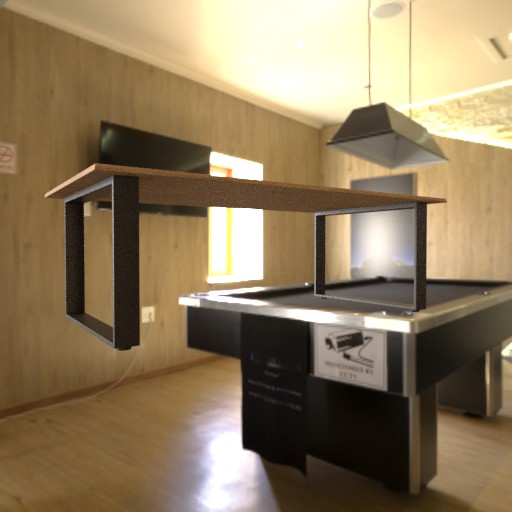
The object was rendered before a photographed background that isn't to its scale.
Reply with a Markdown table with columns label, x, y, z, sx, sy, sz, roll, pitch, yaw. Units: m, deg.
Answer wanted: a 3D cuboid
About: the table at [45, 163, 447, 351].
| label | x | y | z | sx | sy | sz | roll | pitch | yaw |
| --- | --- | --- | --- | --- | --- | --- | --- | --- | --- |
| table | 0.000 | 0.000 | 1.651 | 1.331 | 0.445 | 0.693 | -1 | 2 | -34 |
